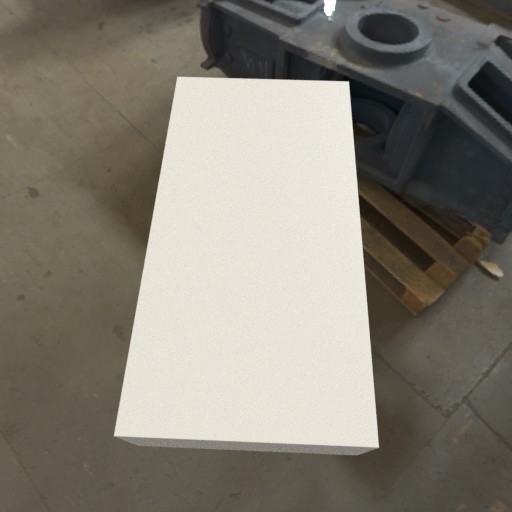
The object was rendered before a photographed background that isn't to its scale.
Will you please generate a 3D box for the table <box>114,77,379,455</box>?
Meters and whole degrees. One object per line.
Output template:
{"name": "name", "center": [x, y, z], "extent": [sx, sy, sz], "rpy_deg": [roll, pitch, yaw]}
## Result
{"name": "table", "center": [0.000, 0.000, 1.485], "extent": [0.609, 0.432, 1.194], "rpy_deg": [2, 62, 1]}
